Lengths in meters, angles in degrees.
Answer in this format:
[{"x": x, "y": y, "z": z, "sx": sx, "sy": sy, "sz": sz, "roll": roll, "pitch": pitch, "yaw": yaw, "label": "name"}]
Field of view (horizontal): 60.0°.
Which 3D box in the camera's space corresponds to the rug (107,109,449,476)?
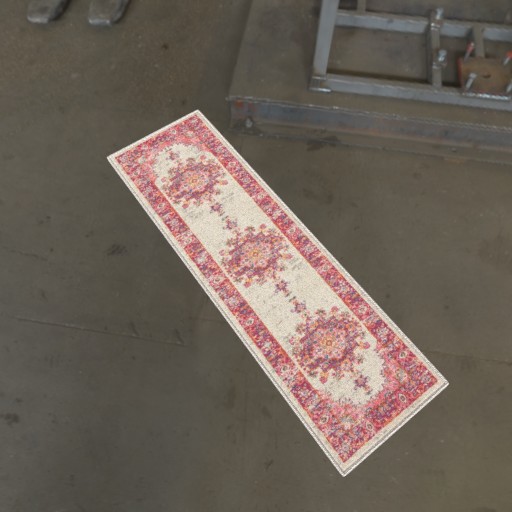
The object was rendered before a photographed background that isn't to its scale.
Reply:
[{"x": 0.000, "y": 0.000, "z": 2.012, "sx": 0.562, "sy": 0.009, "sz": 1.824, "roll": -33, "pitch": 68, "yaw": -16, "label": "rug"}]
